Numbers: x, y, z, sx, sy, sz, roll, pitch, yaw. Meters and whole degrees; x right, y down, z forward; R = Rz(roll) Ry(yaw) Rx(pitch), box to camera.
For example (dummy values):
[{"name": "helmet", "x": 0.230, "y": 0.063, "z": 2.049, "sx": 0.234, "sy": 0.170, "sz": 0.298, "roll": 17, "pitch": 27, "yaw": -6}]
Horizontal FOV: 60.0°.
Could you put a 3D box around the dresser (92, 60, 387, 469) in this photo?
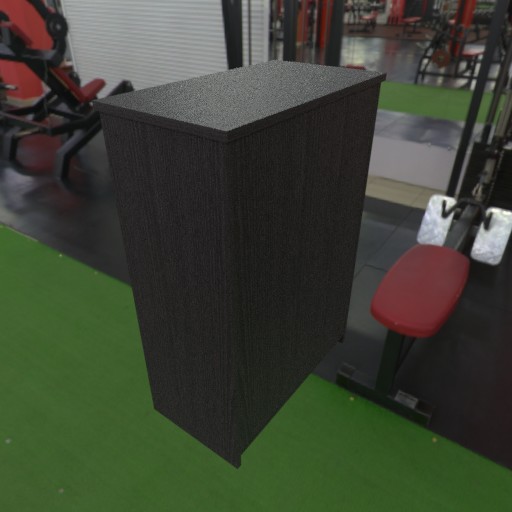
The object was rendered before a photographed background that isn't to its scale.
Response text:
[{"name": "dresser", "x": 0.000, "y": 0.000, "z": 1.387, "sx": 0.399, "sy": 1.020, "sz": 0.704, "roll": 22, "pitch": 38, "yaw": 30}]
